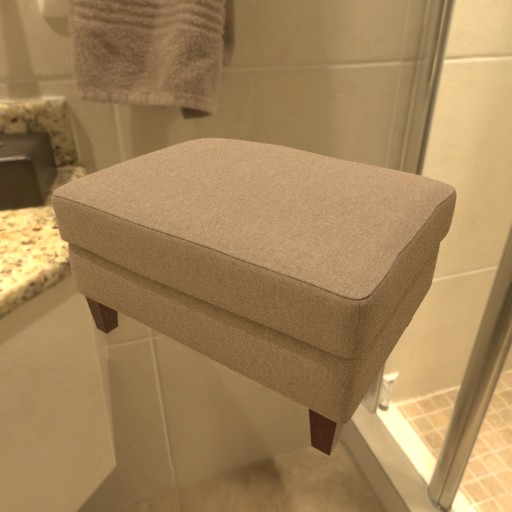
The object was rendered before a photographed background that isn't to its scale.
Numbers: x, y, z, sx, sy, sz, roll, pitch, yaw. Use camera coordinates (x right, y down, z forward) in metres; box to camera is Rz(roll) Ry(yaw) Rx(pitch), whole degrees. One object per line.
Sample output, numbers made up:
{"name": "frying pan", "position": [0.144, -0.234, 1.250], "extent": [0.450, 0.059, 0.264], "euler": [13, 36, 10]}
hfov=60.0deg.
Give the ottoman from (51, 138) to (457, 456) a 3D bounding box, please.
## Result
{"name": "ottoman", "position": [0.000, 0.000, 1.276], "extent": [0.898, 0.519, 0.677], "euler": [19, 34, 29]}
